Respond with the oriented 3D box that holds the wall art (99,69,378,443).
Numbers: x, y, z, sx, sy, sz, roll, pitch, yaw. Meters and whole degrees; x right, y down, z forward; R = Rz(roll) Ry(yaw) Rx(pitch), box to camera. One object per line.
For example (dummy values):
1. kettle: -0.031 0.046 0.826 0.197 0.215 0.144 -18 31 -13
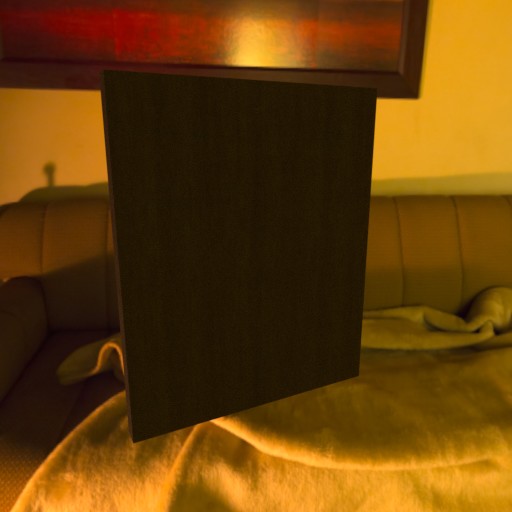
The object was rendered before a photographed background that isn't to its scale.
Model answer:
1. wall art: 0.000 0.000 0.749 0.455 0.552 0.034 -7 16 -26
